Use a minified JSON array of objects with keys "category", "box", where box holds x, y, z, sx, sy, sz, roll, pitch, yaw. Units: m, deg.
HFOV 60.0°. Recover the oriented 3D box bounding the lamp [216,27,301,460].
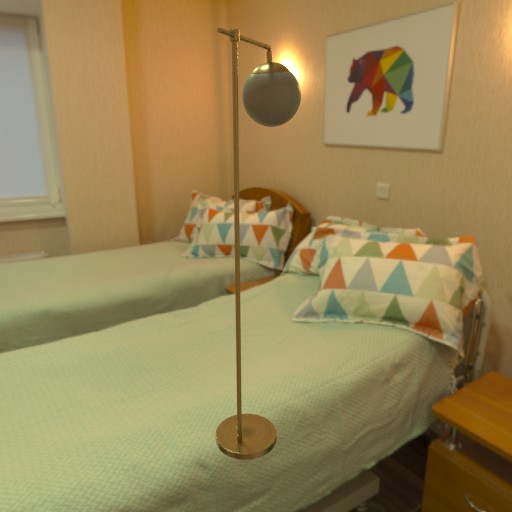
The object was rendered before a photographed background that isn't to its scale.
[{"category":"lamp","box":[0.000,0.000,1.680,0.249,1.505,0.476,8,18,25]}]
